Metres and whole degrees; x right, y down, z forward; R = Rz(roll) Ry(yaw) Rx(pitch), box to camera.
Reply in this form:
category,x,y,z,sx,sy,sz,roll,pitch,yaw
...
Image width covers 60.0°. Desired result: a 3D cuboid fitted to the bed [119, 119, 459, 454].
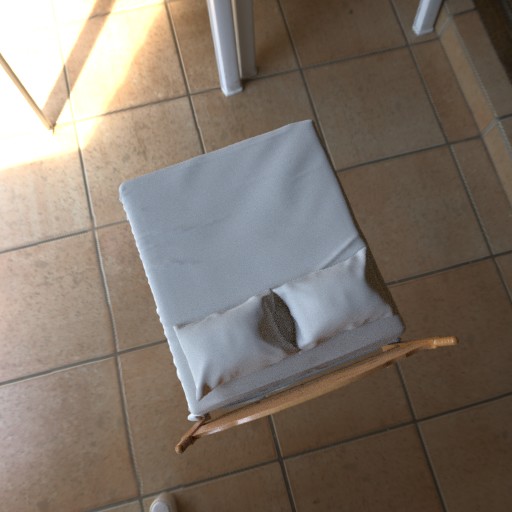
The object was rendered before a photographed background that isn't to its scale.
category,x,y,z,sx,sy,sz,roll,pitch,yaw
bed,0.000,0.000,3.244,1.873,1.356,2.040,-20,77,-5
